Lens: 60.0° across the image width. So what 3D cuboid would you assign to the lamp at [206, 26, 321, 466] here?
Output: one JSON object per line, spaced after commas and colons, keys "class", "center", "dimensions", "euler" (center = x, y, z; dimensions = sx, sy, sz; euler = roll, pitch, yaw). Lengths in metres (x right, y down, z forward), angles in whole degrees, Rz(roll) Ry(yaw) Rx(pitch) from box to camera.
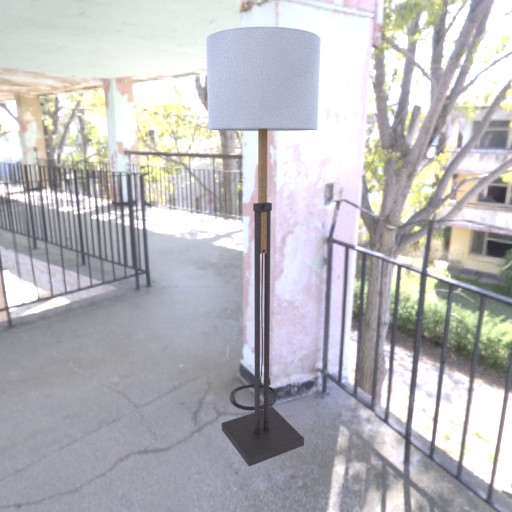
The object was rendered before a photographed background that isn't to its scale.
{"class": "lamp", "center": [0.000, 0.000, 1.905], "dimensions": [0.474, 1.650, 0.639], "euler": [-8, 17, -28]}
